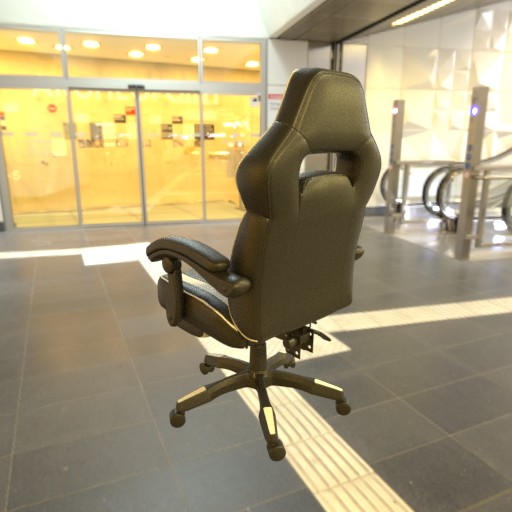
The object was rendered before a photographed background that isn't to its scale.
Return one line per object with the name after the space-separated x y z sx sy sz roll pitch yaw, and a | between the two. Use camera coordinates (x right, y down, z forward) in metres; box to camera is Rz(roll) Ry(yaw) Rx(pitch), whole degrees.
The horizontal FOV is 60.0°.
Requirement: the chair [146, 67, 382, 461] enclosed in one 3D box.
0.000 0.000 1.610 0.676 1.200 0.700 -13 19 -42 | chair
